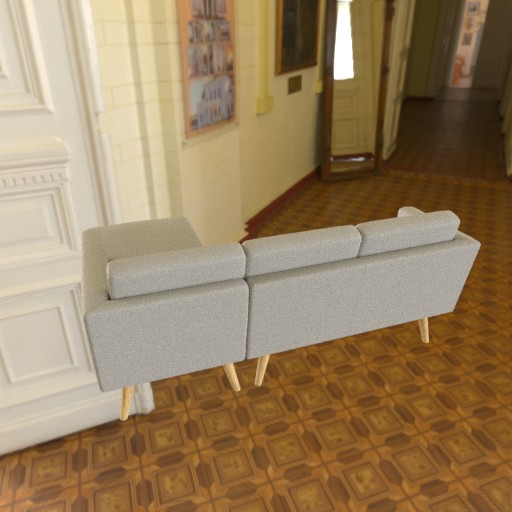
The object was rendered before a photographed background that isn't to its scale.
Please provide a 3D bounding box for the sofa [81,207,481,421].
[{"bbox_3d":[0.000,0.000,2.826,2.040,0.860,1.530,-9,29,-17],"label":"sofa"}]
